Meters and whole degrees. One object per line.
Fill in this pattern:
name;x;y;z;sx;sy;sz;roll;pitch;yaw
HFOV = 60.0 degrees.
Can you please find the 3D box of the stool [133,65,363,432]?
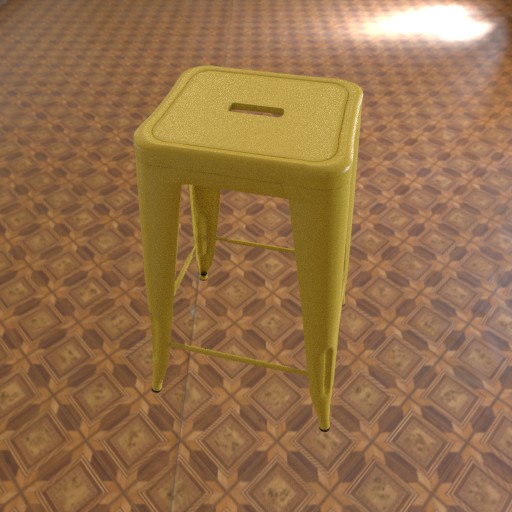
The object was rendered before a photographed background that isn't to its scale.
stool;0.000;0.000;0.851;0.399;0.609;0.359;10;47;9
